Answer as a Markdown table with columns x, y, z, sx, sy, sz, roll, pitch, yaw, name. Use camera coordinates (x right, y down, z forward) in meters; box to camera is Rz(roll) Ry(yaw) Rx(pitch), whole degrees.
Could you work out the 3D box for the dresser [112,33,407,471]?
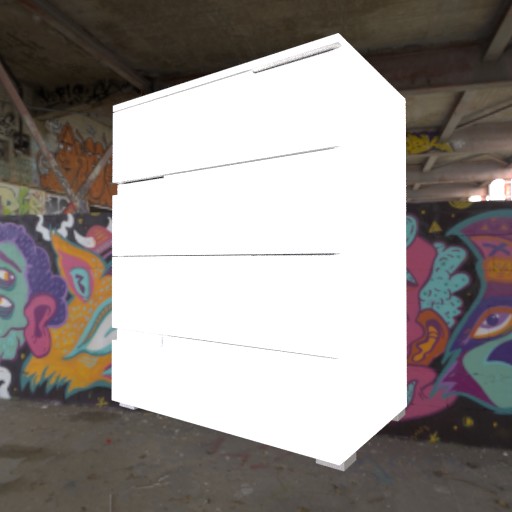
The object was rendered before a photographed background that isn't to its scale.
| x | y | z | sx | sy | sz | roll | pitch | yaw | name |
| --- | --- | --- | --- | --- | --- | --- | --- | --- | --- |
| 0.000 | 0.000 | 1.150 | 0.650 | 0.800 | 0.400 | -1 | -1 | 35 | dresser |
